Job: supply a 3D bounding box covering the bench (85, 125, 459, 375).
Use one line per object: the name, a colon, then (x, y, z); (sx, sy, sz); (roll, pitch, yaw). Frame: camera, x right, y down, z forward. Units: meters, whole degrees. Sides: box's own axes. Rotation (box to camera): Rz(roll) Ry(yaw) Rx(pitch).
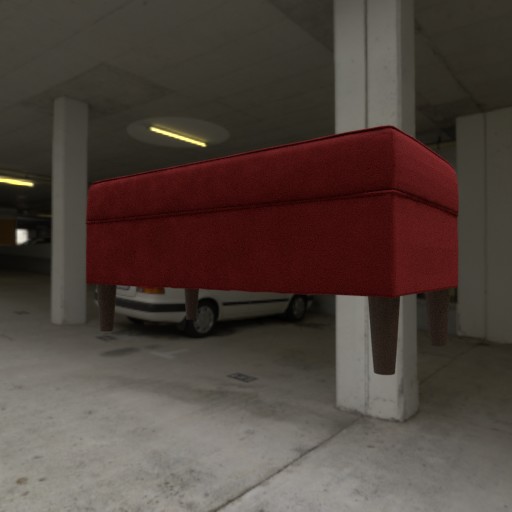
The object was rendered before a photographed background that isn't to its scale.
bench: (0.000, 0.000, 1.292); (1.016, 0.471, 0.492); (-1, -1, 37)
